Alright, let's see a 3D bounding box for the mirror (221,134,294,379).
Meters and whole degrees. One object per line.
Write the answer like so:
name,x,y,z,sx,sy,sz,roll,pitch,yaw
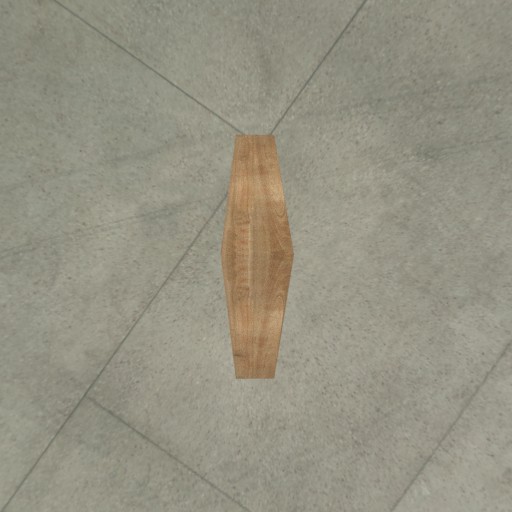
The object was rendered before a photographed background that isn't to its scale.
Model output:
mirror,0.000,0.000,0.872,0.100,0.548,0.631,0,90,0
